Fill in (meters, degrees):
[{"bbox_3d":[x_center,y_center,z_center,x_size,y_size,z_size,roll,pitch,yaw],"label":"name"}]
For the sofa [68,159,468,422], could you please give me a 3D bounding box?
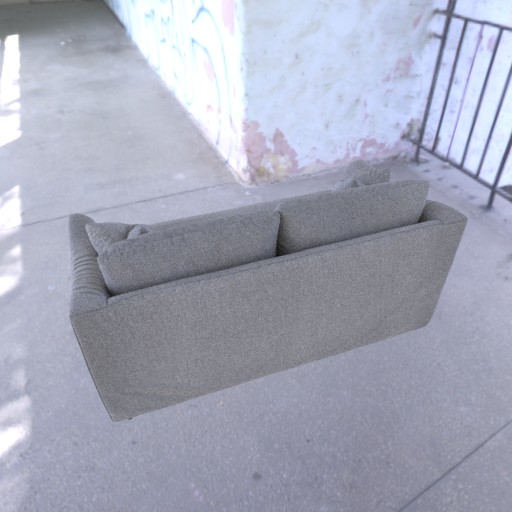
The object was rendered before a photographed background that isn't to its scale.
[{"bbox_3d":[0.000,0.000,2.636,2.010,1.018,1.072,-13,41,-16],"label":"sofa"}]
